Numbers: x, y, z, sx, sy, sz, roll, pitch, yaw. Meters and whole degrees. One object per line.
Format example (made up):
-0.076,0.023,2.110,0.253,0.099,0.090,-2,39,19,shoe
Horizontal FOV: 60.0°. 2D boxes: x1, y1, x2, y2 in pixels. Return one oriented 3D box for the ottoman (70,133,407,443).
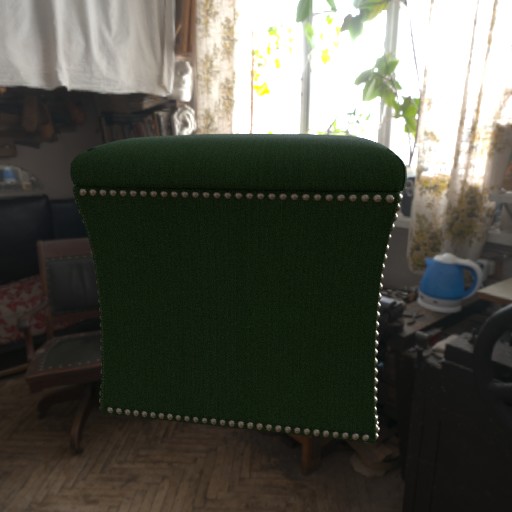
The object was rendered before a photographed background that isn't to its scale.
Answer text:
0.000,0.000,0.890,0.497,0.475,0.507,3,15,9,ottoman
